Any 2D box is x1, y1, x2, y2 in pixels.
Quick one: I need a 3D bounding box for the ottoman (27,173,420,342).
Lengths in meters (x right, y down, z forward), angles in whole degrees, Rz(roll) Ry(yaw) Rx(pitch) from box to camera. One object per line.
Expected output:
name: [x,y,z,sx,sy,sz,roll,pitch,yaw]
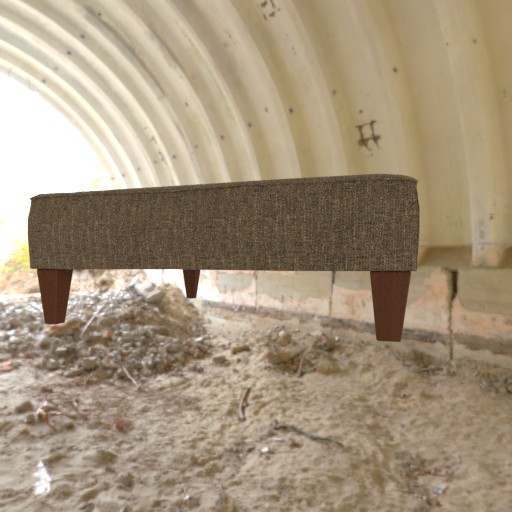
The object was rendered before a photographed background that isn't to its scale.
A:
ottoman: [0.000,0.000,1.508,1.016,0.379,0.981,0,-1,17]
